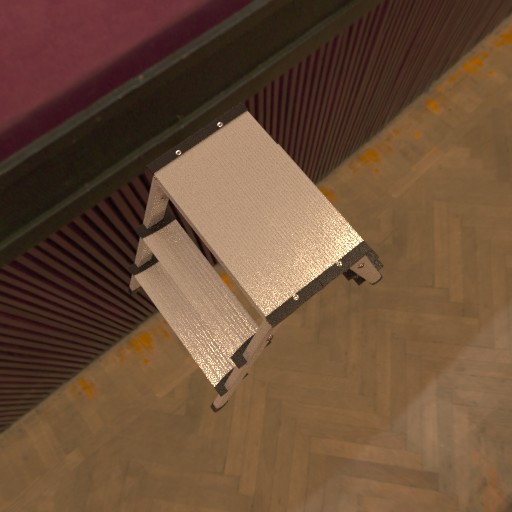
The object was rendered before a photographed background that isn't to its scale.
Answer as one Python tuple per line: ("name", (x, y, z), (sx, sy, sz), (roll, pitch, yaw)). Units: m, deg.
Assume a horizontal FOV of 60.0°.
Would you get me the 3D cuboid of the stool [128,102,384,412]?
("stool", (0.000, 0.000, 1.022), (0.622, 0.605, 0.437), (-37, 77, -10))
